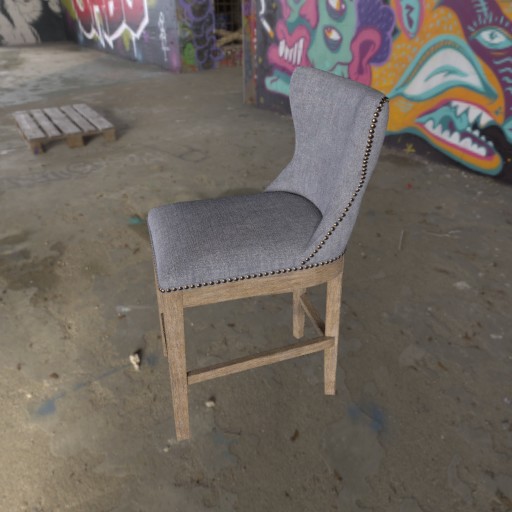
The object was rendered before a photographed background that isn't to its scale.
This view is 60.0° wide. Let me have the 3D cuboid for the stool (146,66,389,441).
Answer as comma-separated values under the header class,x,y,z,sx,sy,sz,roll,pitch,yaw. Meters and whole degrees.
class,x,y,z,sx,sy,sz,roll,pitch,yaw
stool,0.000,0.000,1.322,0.608,0.981,0.498,-9,32,-14
